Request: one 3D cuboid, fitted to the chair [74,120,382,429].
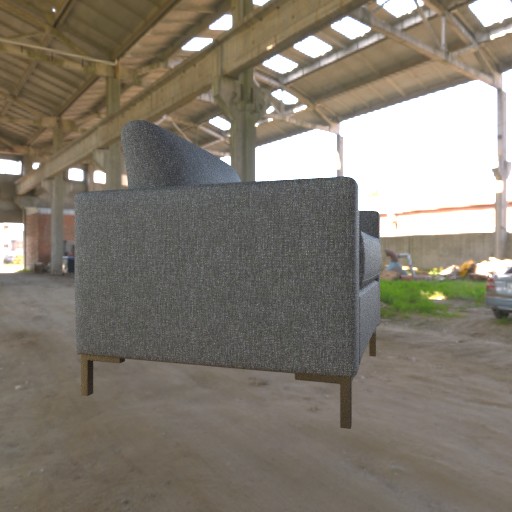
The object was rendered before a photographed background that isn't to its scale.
[{"bbox_3d":[0.000,0.000,1.645,0.866,0.861,0.963,0,0,19],"label":"chair"}]
